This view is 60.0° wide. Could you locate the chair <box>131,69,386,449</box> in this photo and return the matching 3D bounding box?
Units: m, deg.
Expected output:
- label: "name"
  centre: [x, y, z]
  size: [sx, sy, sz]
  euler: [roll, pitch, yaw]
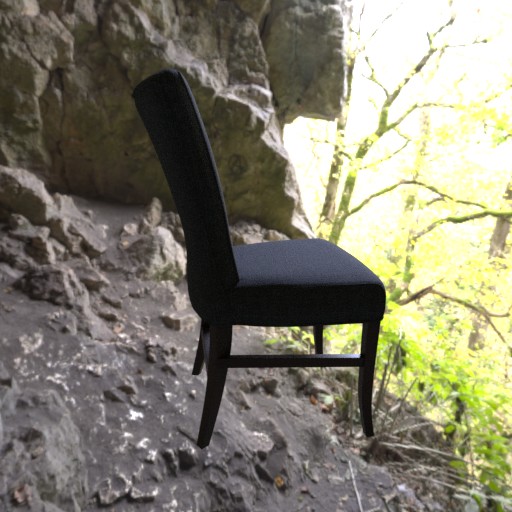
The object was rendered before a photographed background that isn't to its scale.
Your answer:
- label: "chair"
  centre: [0.000, 0.000, 1.343]
  size: [0.660, 0.991, 0.520]
  euler: [-3, 16, -10]
